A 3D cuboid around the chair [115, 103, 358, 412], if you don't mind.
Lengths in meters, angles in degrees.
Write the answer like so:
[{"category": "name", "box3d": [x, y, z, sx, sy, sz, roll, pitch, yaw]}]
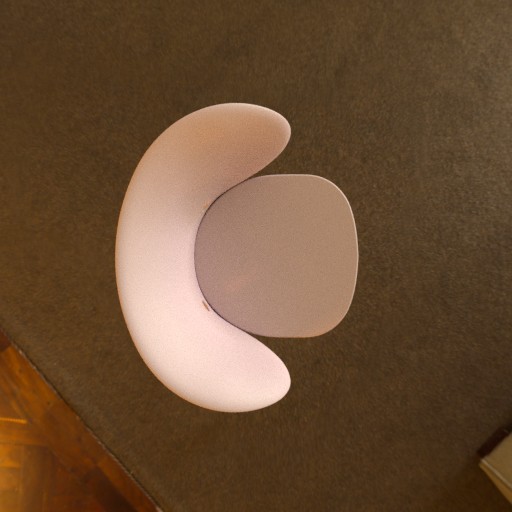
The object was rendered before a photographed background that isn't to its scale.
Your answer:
[{"category": "chair", "box3d": [0.000, 0.000, 0.888, 0.402, 0.554, 0.451, 0, 91, -1]}]
